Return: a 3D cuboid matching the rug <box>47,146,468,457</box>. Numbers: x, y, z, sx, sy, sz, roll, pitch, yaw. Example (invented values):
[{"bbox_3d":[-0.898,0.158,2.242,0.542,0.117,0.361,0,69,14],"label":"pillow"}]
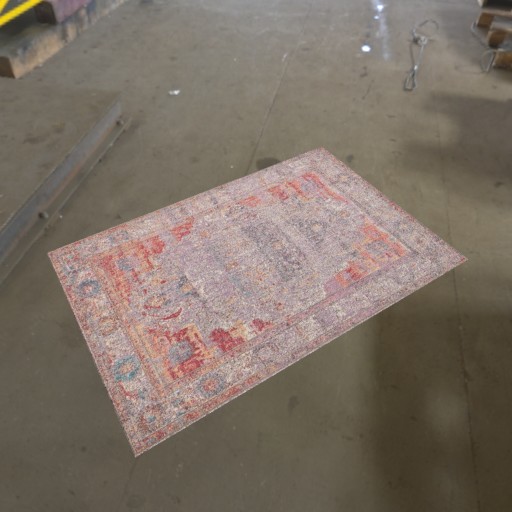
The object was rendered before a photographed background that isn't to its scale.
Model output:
[{"bbox_3d":[0.000,0.000,2.311,1.829,0.005,1.219,-25,52,-21],"label":"rug"}]
